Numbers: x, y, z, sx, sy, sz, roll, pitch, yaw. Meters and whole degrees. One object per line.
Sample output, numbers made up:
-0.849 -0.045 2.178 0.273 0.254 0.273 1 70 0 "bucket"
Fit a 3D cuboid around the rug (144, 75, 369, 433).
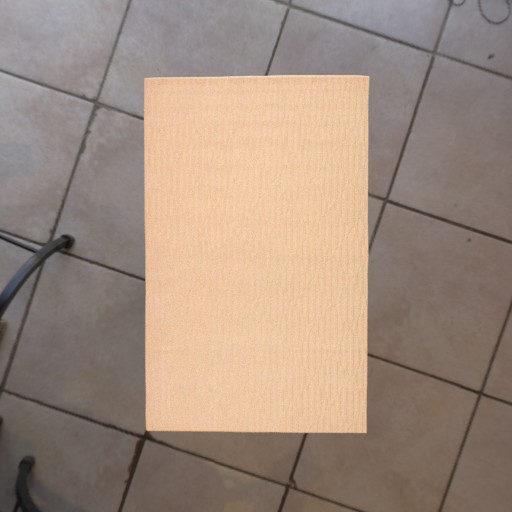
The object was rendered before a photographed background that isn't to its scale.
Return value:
0.000 0.000 3.031 1.531 0.014 2.441 0 91 1 "rug"
